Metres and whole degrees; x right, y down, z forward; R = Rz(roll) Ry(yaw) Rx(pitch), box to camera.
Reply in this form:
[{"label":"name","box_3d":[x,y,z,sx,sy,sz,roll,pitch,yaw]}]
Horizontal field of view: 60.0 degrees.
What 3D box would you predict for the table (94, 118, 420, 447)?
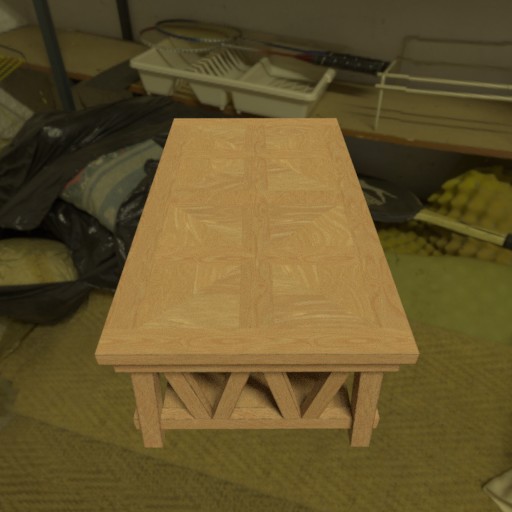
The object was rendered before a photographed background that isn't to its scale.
[{"label":"table","box_3d":[0.000,0.000,1.618,0.711,0.507,1.270,0,40,0]}]
